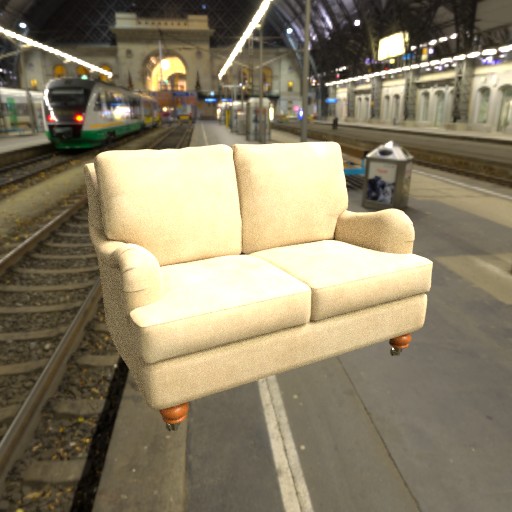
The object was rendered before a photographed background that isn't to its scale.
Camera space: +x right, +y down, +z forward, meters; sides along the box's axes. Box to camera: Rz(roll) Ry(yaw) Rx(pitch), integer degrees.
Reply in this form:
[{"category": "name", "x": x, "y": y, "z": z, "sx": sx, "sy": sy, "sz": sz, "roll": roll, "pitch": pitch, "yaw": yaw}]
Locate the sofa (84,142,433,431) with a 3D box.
[{"category": "sofa", "x": 0.000, "y": 0.000, "z": 2.275, "sx": 1.498, "sy": 1.087, "sz": 1.086, "roll": -9, "pitch": 20, "yaw": -27}]
